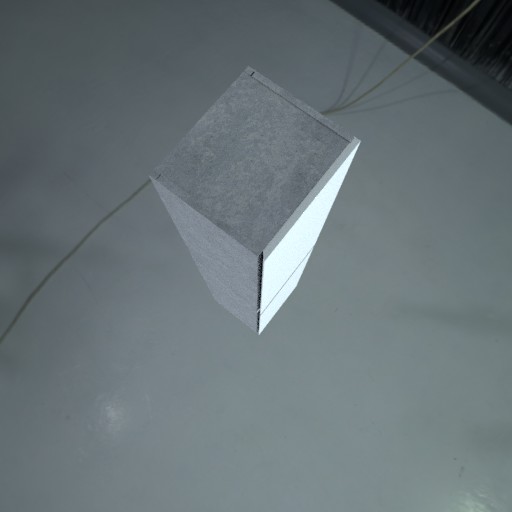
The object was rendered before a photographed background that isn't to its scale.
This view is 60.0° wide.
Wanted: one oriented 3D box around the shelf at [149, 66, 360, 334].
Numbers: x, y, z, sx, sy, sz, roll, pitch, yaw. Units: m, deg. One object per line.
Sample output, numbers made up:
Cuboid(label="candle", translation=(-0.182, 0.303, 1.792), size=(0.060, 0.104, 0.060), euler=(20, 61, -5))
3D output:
Cuboid(label="shelf", translation=(0.000, 0.000, 1.505), size=(0.270, 1.400, 0.300), euler=(37, 78, 9))
